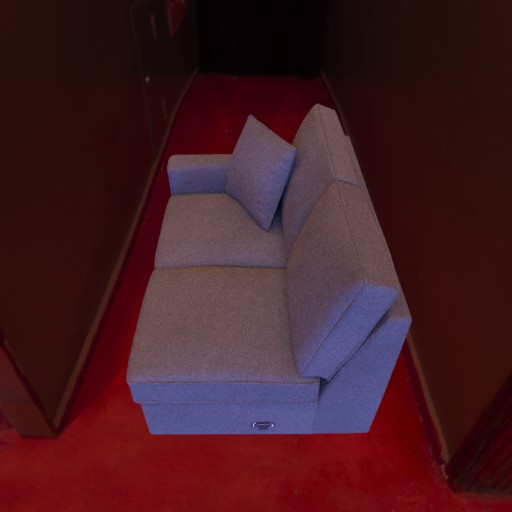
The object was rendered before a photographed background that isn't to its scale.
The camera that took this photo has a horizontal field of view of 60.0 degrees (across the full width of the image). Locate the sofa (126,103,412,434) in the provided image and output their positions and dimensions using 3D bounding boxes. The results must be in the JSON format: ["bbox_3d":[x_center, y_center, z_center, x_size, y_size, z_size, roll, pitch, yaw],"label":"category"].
[{"bbox_3d":[0.000,0.000,2.112,0.991,0.989,1.388,0,43,0],"label":"sofa"}]
